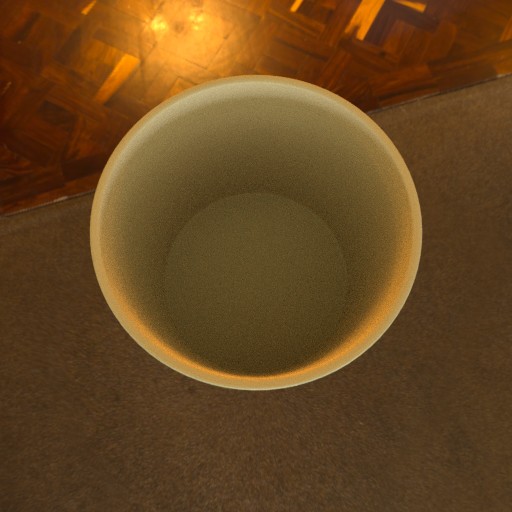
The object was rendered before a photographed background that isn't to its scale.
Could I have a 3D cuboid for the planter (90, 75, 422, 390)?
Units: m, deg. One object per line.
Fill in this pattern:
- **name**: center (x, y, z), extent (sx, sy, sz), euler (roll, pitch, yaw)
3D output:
- **planter**: center (0.000, 0.000, 0.393), extent (0.221, 0.201, 0.221), euler (0, 75, 0)
